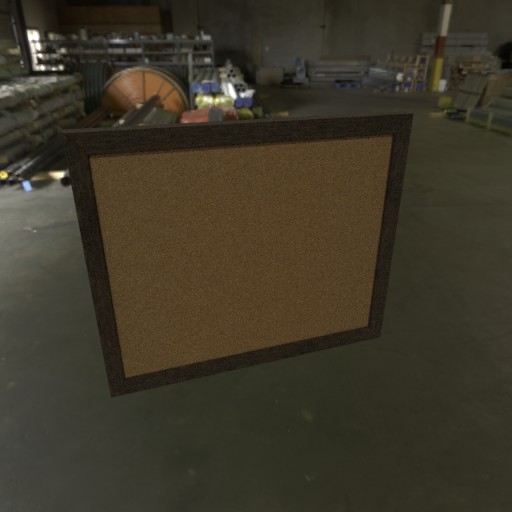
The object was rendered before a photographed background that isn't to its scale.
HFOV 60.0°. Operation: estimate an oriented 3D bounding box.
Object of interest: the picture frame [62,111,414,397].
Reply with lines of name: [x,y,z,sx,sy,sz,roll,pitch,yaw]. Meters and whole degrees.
picture frame: [0.000,0.000,0.769,0.546,0.455,0.026,-8,27,-17]
